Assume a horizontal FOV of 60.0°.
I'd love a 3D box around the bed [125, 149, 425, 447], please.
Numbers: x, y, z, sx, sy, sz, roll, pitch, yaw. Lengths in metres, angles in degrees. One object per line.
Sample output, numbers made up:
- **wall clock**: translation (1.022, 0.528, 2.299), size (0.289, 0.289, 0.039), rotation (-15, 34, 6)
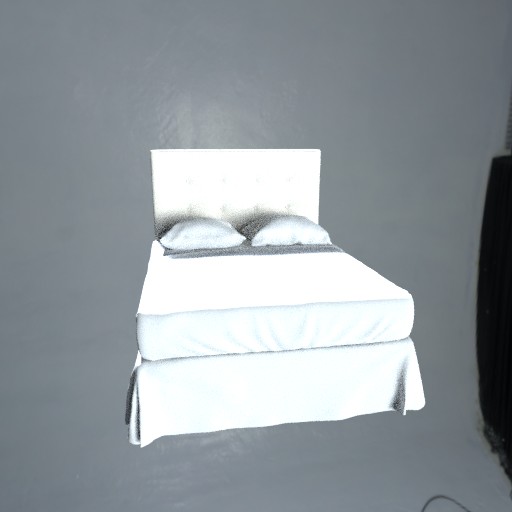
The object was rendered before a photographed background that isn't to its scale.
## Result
- **bed**: translation (0.000, 0.000, 3.452), size (1.936, 1.577, 2.222), rotation (-3, 15, -10)
